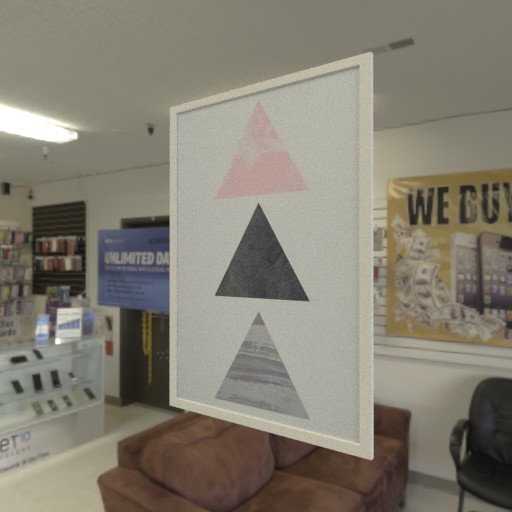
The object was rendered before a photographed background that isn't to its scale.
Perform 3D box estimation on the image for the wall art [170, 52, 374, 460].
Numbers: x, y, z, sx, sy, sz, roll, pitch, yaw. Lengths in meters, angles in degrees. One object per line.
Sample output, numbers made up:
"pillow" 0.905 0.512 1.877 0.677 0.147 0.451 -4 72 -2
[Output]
"wall art" 0.000 0.000 1.215 0.659 0.940 0.013 0 0 35
